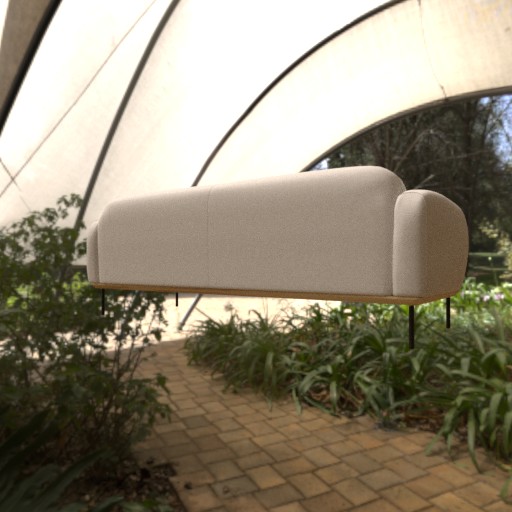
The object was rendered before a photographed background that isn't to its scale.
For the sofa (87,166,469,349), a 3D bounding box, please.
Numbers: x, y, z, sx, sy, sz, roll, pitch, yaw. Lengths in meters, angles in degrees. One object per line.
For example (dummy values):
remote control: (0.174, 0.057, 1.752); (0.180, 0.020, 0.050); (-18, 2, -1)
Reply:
sofa: (0.000, 0.000, 2.661); (2.257, 0.780, 0.880); (-1, -1, 35)
